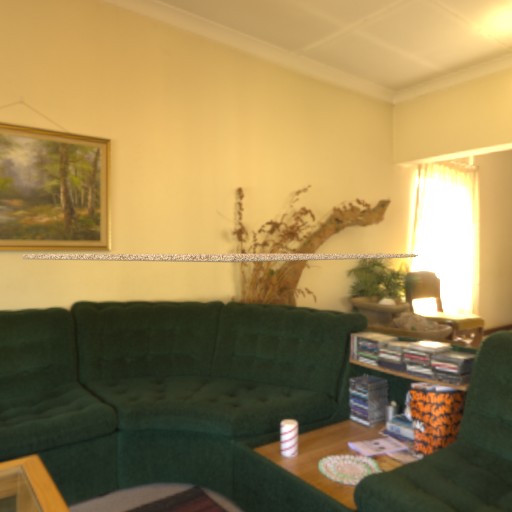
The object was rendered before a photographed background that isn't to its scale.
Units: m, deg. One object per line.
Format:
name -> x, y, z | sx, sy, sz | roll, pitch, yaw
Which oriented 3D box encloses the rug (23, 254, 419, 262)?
rug -> 0.000, 0.000, 3.056 | 1.524, 0.030, 2.438 | 0, 0, 36
